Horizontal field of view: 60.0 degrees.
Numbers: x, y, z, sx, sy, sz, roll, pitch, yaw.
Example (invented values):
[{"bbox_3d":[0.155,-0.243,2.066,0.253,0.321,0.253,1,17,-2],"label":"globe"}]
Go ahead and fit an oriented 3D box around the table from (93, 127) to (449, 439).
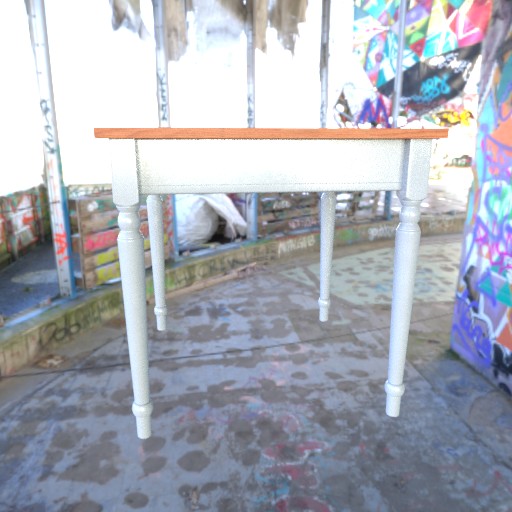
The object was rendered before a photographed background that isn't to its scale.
[{"bbox_3d":[0.000,0.000,1.365,0.747,0.738,0.747,-2,15,-8],"label":"table"}]
